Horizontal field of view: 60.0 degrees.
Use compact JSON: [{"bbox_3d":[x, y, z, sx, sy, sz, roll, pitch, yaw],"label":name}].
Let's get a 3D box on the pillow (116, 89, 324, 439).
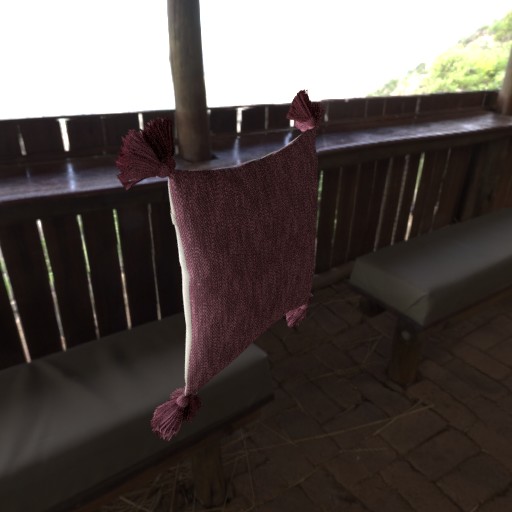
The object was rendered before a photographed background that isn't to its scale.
[{"bbox_3d":[0.000,0.000,0.978,0.138,0.659,0.641,18,32,32],"label":"pillow"}]
